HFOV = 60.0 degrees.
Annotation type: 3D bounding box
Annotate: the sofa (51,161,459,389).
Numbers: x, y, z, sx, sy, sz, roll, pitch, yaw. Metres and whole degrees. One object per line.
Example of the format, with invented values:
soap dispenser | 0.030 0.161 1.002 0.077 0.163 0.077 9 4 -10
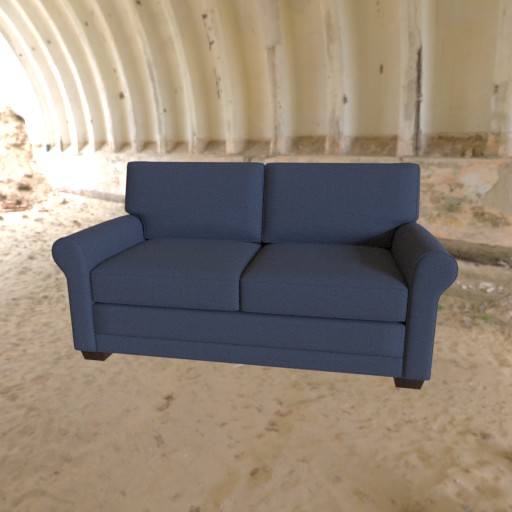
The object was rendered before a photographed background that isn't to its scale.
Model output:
sofa | 0.000 0.000 2.506 1.930 1.020 0.940 2 14 10
